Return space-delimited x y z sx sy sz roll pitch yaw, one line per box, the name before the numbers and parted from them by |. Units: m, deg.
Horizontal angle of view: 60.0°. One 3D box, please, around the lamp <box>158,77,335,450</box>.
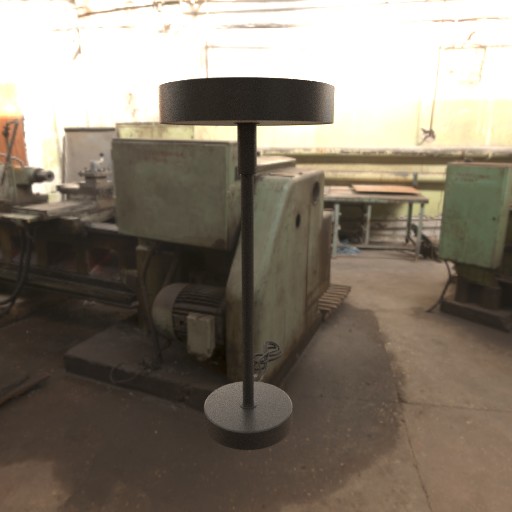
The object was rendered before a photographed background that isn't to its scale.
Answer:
lamp | 0.000 0.000 0.710 0.229 0.508 0.369 3 15 10
